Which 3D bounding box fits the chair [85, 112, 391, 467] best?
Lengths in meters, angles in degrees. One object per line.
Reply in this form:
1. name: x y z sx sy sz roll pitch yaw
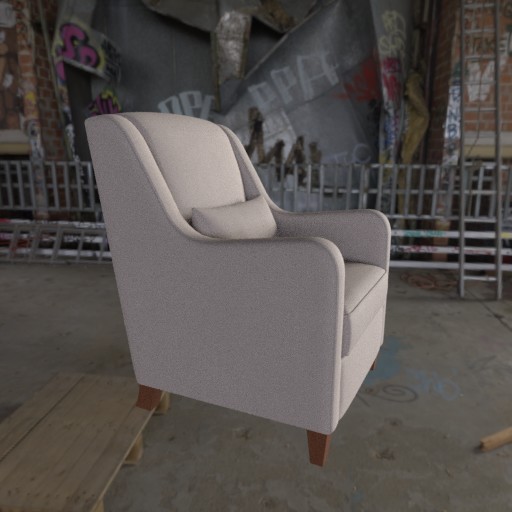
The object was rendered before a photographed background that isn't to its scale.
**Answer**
1. chair: 0.000 0.000 1.607 0.863 1.010 0.715 7 15 26
